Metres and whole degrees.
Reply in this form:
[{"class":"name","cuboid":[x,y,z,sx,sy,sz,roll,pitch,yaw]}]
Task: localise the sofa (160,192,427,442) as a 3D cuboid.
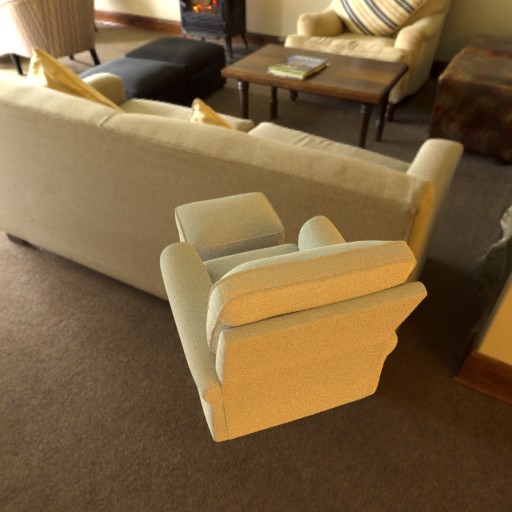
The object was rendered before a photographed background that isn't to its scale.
[{"class":"sofa","cuboid":[0.000,0.000,2.087,0.880,0.959,1.478,-12,42,-14]}]
